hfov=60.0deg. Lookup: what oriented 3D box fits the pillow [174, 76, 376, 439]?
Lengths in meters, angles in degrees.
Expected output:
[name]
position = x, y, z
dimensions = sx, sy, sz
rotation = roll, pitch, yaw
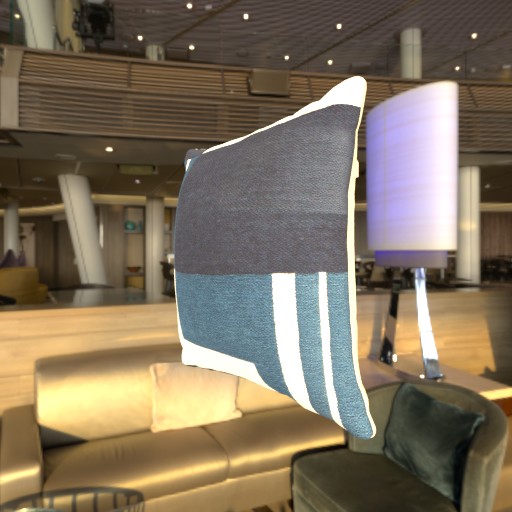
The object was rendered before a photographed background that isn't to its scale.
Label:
[pillow]
position = 0.000, 0.000, 0.818
dimensions = 0.229, 0.506, 0.536
rotation = 0, 0, -37
